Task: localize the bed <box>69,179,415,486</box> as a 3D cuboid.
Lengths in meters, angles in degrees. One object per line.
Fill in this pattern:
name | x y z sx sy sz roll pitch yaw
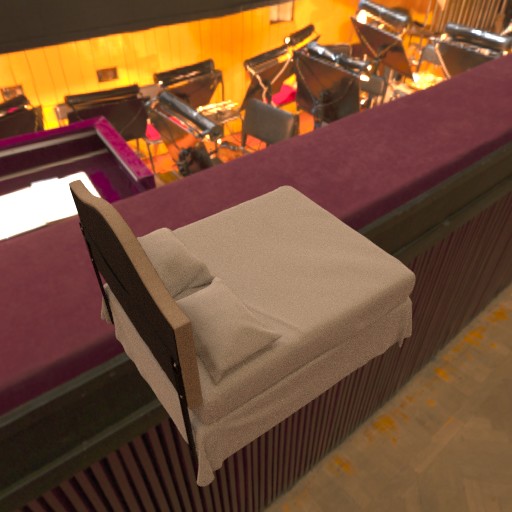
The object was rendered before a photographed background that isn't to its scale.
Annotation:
bed | 0.000 0.000 3.433 2.221 1.645 1.876 -25 47 -26
